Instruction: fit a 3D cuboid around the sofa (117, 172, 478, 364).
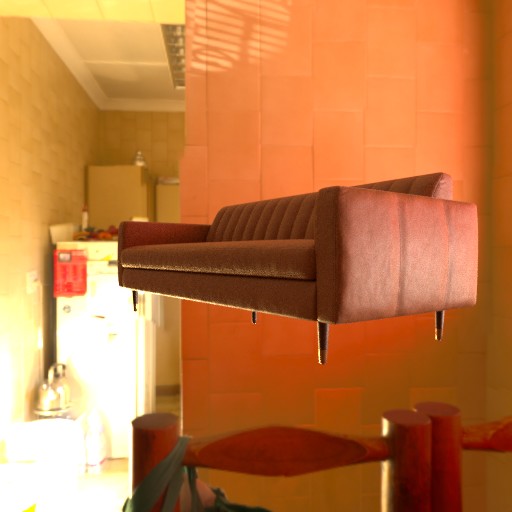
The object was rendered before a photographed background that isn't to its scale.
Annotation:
[{"bbox_3d":[0.000,0.000,2.703,0.990,0.821,2.291,0,0,-36],"label":"sofa"}]
